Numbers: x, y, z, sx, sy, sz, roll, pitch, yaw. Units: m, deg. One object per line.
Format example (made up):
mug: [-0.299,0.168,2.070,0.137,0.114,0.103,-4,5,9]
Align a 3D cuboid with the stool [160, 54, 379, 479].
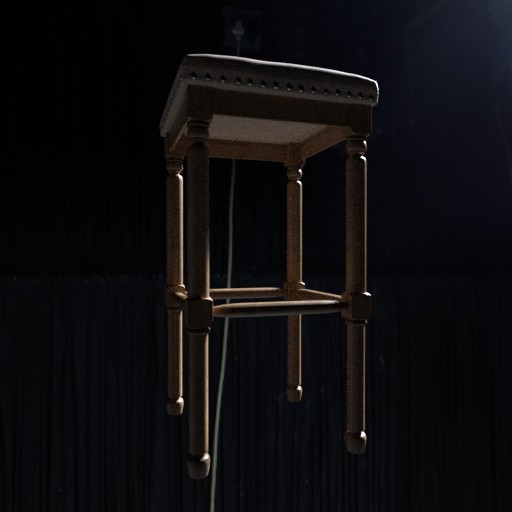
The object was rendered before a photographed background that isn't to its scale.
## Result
stool: [0.000,0.000,0.977,0.382,0.768,0.383,0,1,-18]
